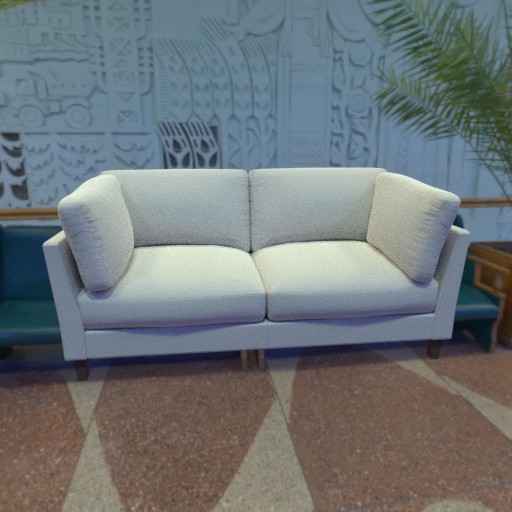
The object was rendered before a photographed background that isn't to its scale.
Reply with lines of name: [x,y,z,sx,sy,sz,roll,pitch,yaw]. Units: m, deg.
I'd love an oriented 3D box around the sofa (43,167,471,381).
sofa: [0.000,0.000,2.290,1.776,0.836,0.970,-2,16,-7]
